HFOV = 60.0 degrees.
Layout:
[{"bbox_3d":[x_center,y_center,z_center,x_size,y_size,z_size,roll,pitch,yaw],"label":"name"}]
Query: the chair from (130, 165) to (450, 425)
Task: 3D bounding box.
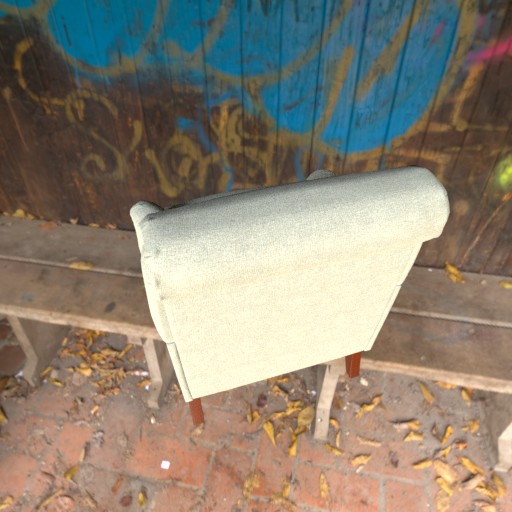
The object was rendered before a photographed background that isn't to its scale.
[{"bbox_3d":[0.000,0.000,1.925,0.964,1.178,1.060,-12,44,-13],"label":"chair"}]
